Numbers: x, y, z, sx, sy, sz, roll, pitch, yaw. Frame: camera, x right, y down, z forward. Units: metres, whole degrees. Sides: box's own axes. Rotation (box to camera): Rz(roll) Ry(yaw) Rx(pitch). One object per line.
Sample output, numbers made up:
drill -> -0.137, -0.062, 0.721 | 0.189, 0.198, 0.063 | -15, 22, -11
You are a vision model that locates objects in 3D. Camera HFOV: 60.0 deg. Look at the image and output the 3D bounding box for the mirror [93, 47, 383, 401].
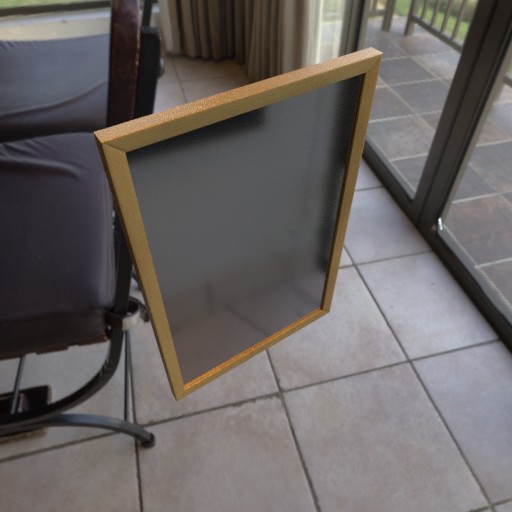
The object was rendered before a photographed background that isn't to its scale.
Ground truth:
mirror -> 0.000, 0.000, 1.154 | 0.609, 0.915, 0.040 | -26, 52, -22
